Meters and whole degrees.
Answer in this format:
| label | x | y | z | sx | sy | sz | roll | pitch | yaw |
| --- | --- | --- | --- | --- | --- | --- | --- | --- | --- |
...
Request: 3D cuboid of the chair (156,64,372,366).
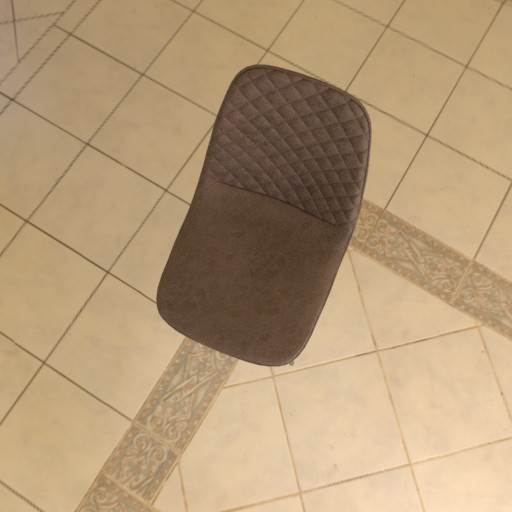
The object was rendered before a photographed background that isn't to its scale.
| label | x | y | z | sx | sy | sz | roll | pitch | yaw |
| --- | --- | --- | --- | --- | --- | --- | --- | --- | --- |
| chair | 0.000 | 0.000 | 1.243 | 0.472 | 0.889 | 0.561 | 21 | 77 | 5 |
